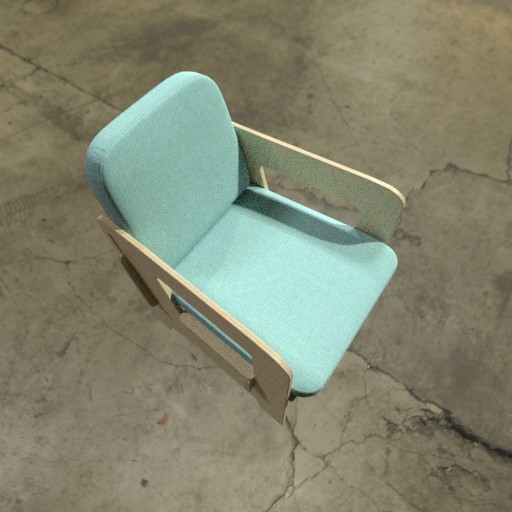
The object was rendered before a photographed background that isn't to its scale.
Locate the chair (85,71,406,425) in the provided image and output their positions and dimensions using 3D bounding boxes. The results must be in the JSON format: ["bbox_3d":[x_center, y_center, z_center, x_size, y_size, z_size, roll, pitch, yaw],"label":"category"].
[{"bbox_3d":[0.000,0.000,1.294,0.710,0.800,0.590,31,63,18],"label":"chair"}]
